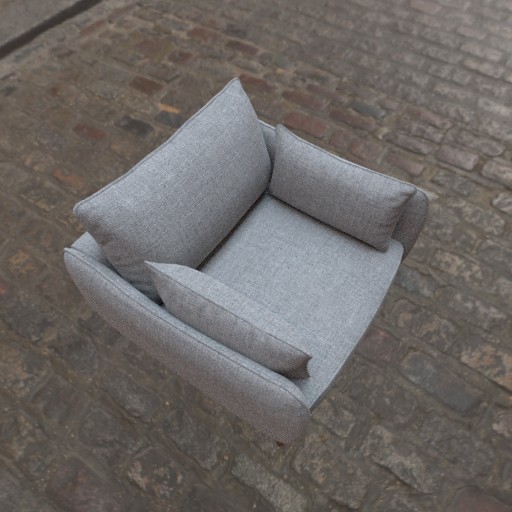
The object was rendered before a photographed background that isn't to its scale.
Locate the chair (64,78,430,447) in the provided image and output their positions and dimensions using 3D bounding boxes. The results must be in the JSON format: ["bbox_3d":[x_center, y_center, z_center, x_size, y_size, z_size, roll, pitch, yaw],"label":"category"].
[{"bbox_3d":[0.000,0.000,1.687,0.976,0.839,0.993,29,61,18],"label":"chair"}]
